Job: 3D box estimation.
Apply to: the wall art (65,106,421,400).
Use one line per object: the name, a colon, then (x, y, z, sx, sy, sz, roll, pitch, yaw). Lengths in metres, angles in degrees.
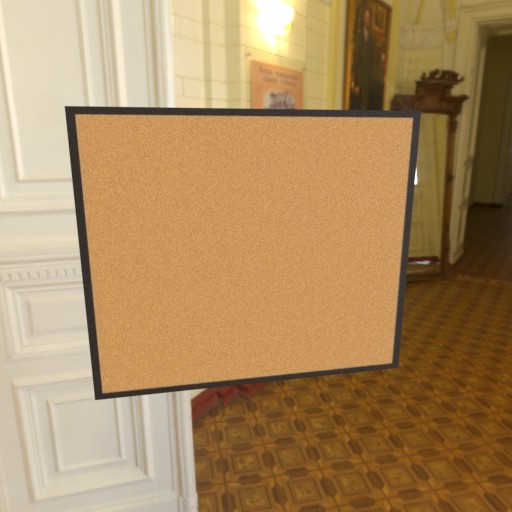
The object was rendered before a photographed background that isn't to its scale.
wall art: (0.000, 0.000, 1.387, 1.033, 0.875, 0.023, -3, 15, -11)
